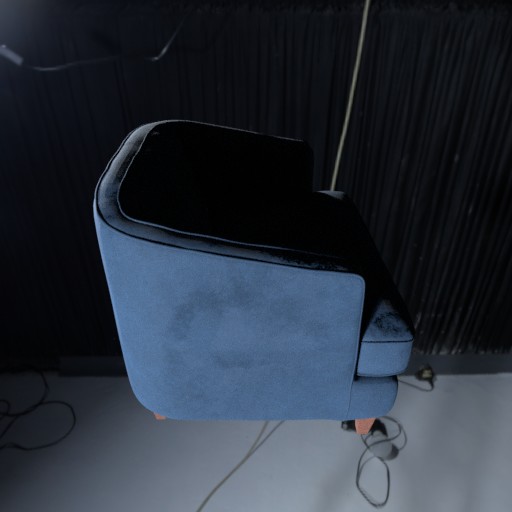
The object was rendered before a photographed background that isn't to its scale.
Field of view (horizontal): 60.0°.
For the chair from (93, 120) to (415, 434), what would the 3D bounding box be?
[{"bbox_3d":[0.000,0.000,1.705,0.940,0.852,1.094,-1,33,-2],"label":"chair"}]
